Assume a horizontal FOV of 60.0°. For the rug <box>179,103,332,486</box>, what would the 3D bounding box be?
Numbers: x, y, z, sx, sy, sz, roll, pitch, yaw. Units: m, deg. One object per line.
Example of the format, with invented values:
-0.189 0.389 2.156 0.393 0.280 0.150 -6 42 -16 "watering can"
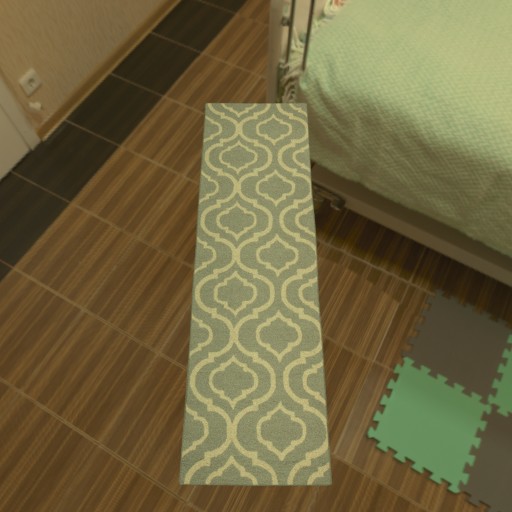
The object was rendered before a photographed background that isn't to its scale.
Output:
0.000 0.000 2.470 0.684 0.009 2.275 0 64 0 "rug"
